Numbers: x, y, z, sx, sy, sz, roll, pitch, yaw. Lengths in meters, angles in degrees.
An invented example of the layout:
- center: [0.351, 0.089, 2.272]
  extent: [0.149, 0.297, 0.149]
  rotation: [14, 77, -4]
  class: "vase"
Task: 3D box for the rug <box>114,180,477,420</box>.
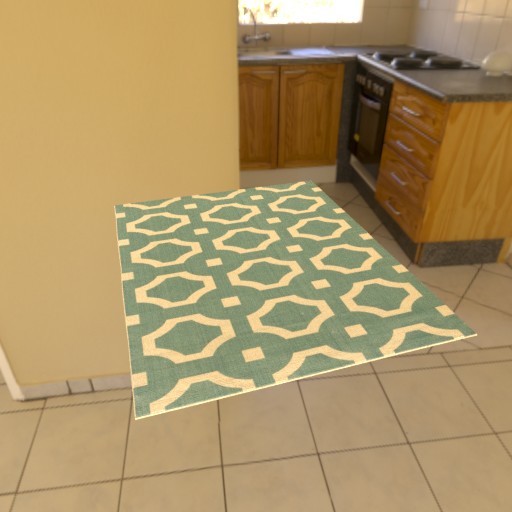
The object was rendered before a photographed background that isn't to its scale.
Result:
- center: [0.000, 0.000, 4.179]
  extent: [2.466, 0.021, 3.049]
  rotation: [-9, 33, -15]
  class: "rug"
